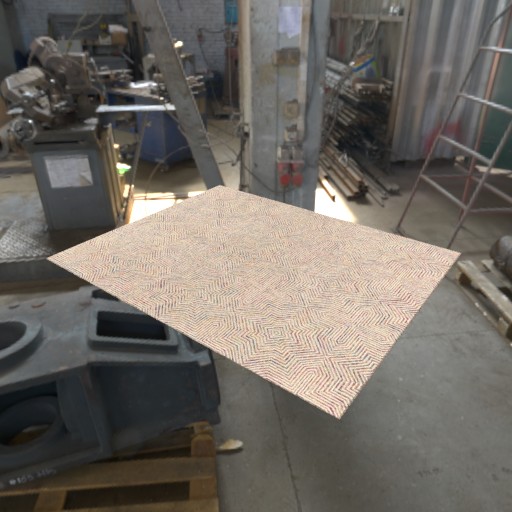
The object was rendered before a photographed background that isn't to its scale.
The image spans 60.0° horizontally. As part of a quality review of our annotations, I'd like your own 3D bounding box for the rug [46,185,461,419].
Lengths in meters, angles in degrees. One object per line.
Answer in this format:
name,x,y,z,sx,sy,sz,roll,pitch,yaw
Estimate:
rug,0.000,0.000,4.164,3.046,0.008,2.442,20,35,32
